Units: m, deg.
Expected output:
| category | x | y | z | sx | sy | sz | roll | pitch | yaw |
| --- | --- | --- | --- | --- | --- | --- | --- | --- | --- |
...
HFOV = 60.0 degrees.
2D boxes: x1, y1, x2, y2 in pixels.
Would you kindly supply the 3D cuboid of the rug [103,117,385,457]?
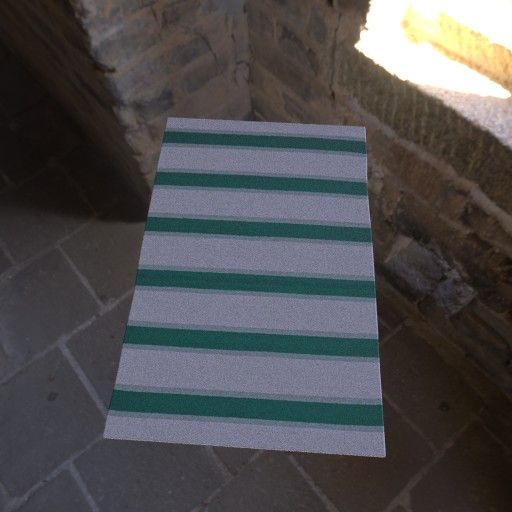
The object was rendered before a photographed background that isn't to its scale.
| category | x | y | z | sx | sy | sz | roll | pitch | yaw |
| --- | --- | --- | --- | --- | --- | --- | --- | --- | --- |
| rug | 0.000 | 0.000 | 2.298 | 1.210 | 0.012 | 1.829 | 3 | 63 | 2 |
